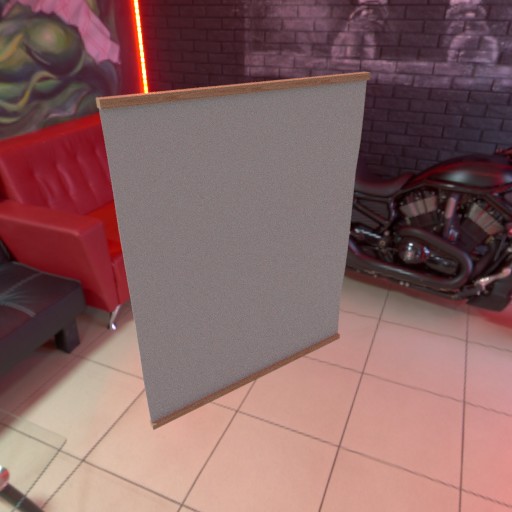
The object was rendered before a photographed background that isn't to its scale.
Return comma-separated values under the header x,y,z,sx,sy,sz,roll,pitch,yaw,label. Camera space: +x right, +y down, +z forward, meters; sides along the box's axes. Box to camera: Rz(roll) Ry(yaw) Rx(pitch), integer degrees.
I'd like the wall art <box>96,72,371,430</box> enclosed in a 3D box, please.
x,y,z,sx,sy,sz,roll,pitch,yaw,label
0.000,0.000,0.692,0.406,0.508,0.013,-18,34,-29,wall art
